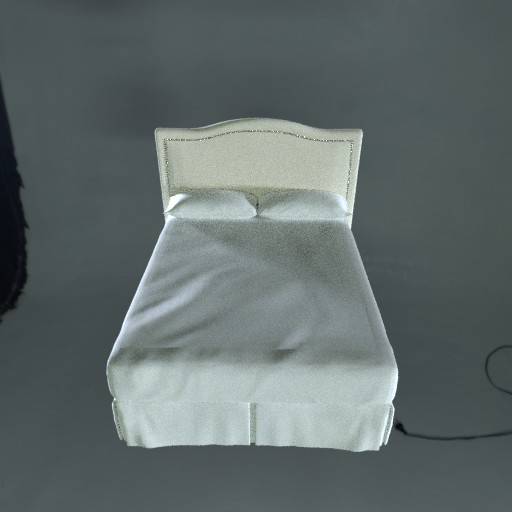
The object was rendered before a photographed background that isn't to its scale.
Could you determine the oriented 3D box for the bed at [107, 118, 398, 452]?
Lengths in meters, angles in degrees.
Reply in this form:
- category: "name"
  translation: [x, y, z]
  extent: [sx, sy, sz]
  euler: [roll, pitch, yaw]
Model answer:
- category: "bed"
  translation: [0.000, 0.000, 3.217]
  extent: [1.753, 1.460, 2.143]
  euler: [1, 31, 1]
